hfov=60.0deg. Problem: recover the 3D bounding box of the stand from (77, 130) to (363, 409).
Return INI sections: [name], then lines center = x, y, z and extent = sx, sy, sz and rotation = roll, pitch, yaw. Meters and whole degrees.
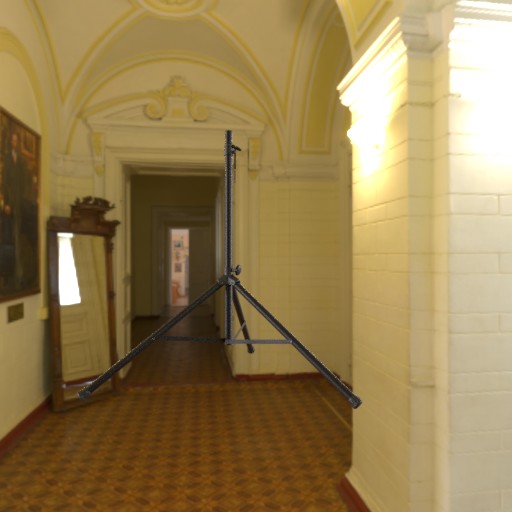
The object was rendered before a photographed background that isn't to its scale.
[stand]
center = 0.000, 0.000, 2.679
extent = 1.339, 1.595, 1.596
rotation = 0, -1, 37
